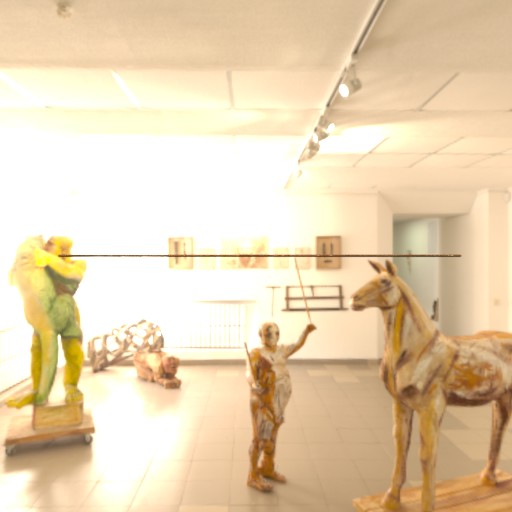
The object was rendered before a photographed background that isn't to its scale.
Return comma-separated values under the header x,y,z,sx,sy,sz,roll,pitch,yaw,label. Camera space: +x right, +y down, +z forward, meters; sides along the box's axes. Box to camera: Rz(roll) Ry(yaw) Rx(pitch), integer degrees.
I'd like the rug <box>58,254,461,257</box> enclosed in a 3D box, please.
x,y,z,sx,sy,sz,roll,pitch,yaw,label
0.000,0.000,4.192,2.441,0.015,3.050,0,0,-1,rug
